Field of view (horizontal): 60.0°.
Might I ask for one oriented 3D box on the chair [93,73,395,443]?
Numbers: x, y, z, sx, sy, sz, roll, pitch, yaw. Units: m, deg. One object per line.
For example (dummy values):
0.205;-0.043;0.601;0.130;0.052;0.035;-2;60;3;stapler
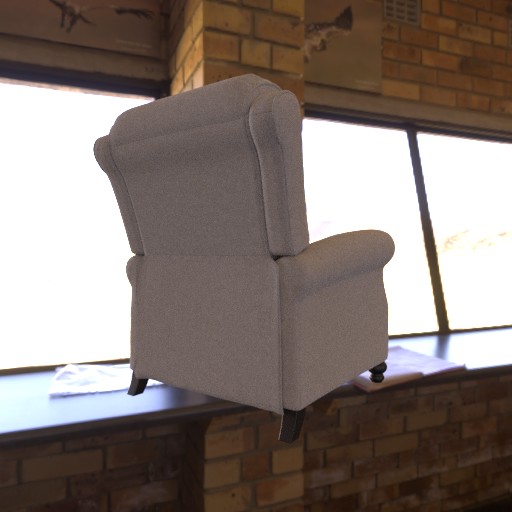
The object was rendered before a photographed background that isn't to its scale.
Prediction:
0.000;0.000;1.723;0.859;1.046;0.919;1;1;36;chair
